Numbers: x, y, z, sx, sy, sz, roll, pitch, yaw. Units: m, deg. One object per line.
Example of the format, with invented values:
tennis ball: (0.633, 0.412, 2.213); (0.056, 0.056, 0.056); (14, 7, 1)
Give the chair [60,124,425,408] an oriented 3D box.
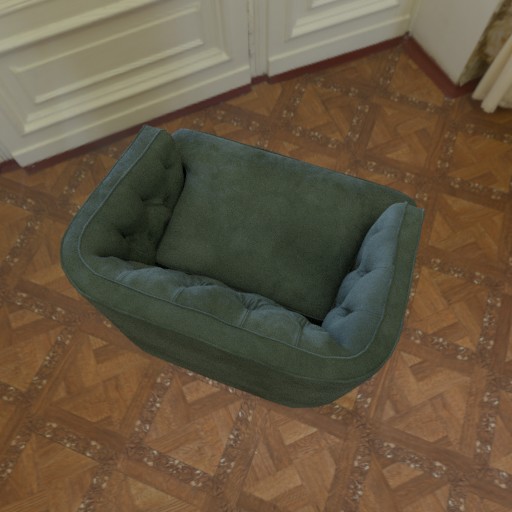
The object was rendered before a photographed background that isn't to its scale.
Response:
chair: (0.000, 0.000, 1.743); (1.104, 0.852, 0.941); (19, 67, 8)
